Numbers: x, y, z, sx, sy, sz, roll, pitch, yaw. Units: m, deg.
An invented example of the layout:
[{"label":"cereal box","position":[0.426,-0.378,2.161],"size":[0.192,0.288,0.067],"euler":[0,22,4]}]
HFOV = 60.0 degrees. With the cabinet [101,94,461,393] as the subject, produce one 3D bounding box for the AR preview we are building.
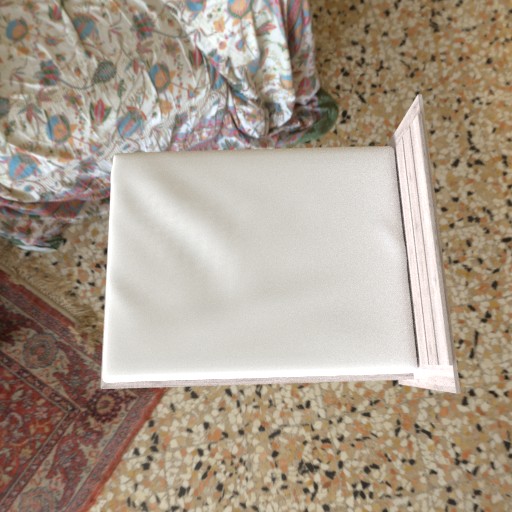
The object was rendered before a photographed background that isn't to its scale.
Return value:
[{"label":"cabinet","position":[0.000,0.000,2.957],"size":[2.080,0.970,1.750],"euler":[-2,77,0]}]
